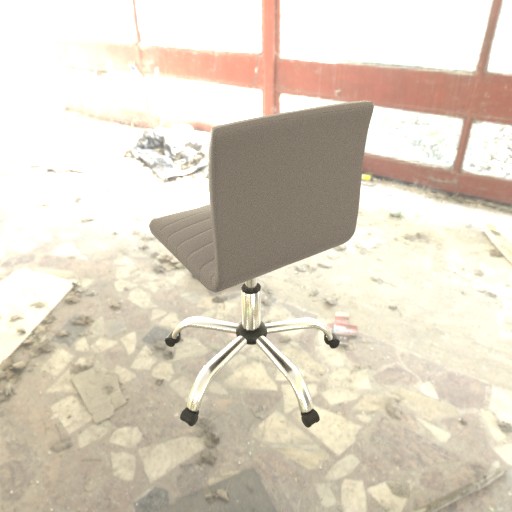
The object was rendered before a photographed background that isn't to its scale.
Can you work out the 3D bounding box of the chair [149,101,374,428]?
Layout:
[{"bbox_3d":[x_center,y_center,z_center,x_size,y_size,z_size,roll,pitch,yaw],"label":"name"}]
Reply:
[{"bbox_3d":[0.000,0.000,1.138,0.556,0.780,0.530,-20,36,-29],"label":"chair"}]
